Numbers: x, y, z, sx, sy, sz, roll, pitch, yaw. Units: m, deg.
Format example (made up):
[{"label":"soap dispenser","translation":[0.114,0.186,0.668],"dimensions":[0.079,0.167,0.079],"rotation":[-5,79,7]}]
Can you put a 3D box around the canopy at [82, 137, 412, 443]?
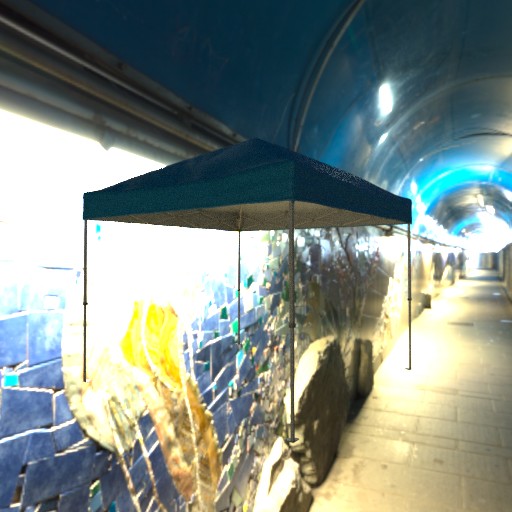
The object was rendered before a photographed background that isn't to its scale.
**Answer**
[{"label":"canopy","translation":[0.000,0.000,5.597],"dimensions":[2.996,2.997,2.998],"rotation":[0,-1,37]}]
